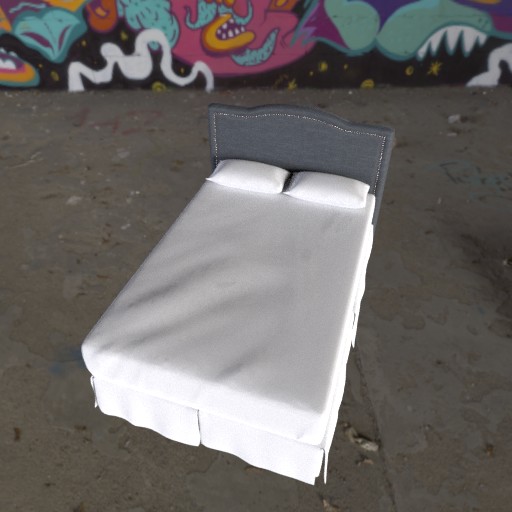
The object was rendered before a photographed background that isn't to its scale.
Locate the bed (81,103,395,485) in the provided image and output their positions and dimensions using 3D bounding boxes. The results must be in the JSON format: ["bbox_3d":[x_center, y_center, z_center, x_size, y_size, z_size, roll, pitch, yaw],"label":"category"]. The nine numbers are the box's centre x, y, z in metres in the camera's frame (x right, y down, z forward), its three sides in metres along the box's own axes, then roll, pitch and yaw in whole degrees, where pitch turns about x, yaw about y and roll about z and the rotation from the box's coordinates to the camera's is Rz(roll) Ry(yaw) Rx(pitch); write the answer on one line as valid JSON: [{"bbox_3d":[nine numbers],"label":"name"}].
[{"bbox_3d":[0.000,0.000,3.449,1.747,1.441,2.507,12,43,14],"label":"bed"}]
